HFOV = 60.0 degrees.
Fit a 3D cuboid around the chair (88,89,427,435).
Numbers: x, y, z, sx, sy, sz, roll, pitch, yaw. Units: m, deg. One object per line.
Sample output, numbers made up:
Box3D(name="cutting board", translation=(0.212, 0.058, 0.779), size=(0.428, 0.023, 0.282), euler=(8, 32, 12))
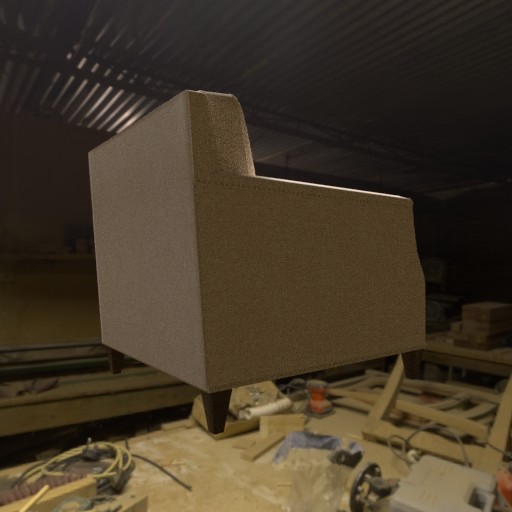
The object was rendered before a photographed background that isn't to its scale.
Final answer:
Box3D(name="chair", translation=(0.000, 0.000, 1.726), size=(1.041, 0.940, 0.838), euler=(0, -1, -37))
